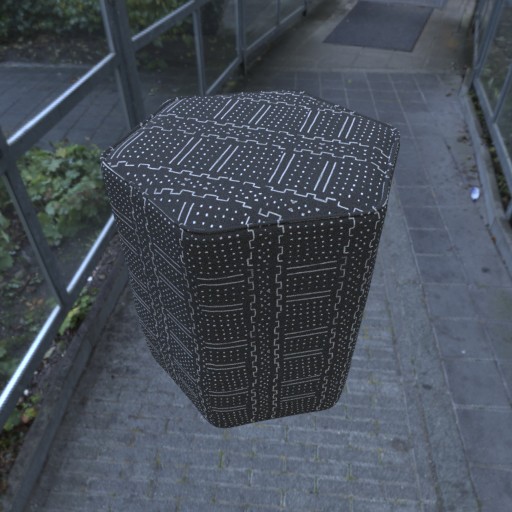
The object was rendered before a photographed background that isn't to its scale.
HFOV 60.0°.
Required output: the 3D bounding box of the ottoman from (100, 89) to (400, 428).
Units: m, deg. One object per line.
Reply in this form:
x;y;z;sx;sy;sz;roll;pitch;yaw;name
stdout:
0.000;0.000;0.866;0.443;0.502;0.494;13;43;14;ottoman
